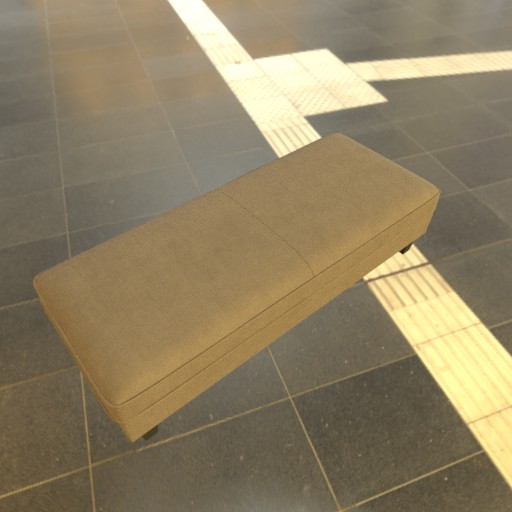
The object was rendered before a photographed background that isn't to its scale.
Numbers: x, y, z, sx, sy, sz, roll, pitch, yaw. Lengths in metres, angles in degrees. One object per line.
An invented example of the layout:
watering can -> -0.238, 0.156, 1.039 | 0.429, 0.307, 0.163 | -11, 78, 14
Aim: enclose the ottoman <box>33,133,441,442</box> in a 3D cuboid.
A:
ottoman -> 0.000, 0.000, 2.060 | 1.764, 0.470, 0.751 | -31, 53, -26
